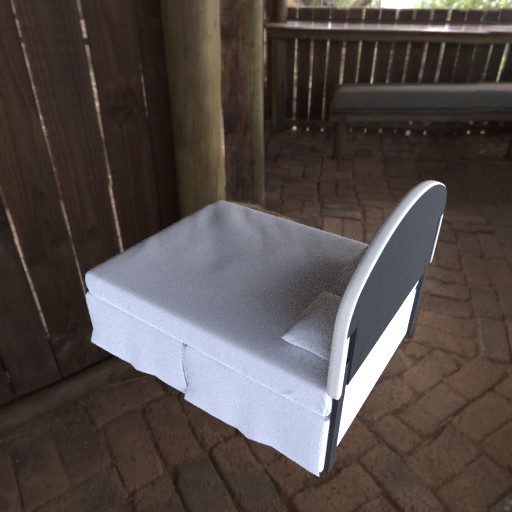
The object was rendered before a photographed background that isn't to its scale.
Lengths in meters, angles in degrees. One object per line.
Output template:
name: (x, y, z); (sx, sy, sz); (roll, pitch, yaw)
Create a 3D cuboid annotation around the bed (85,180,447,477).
bed: (0.000, 0.000, 3.073); (2.005, 1.410, 1.607); (20, 37, 29)
